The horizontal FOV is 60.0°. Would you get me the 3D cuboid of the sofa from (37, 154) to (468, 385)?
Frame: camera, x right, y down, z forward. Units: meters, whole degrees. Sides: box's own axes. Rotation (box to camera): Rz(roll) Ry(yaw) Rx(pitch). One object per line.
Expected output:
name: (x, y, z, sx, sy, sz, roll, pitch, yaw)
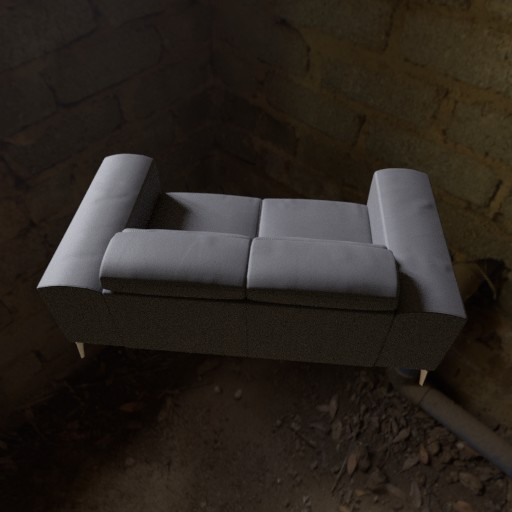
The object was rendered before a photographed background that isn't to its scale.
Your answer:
sofa: (0.000, 0.000, 2.399, 1.895, 0.779, 1.003, 4, 49, 3)
